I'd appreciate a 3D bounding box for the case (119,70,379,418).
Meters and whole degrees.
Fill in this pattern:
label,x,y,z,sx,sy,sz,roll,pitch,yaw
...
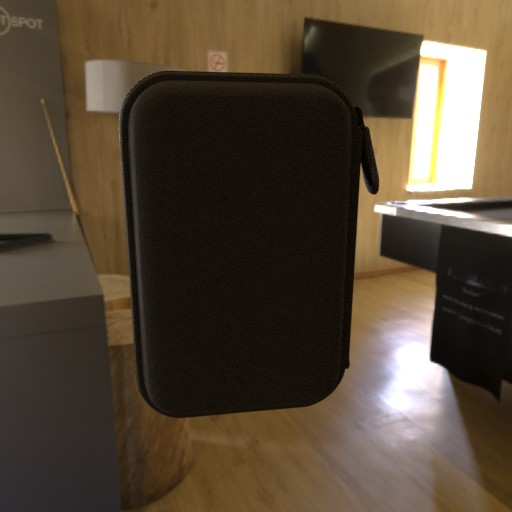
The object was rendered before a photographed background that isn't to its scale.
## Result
label,x,y,z,sx,sy,sz,roll,pitch,yaw
case,0.000,0.000,0.191,0.107,0.147,0.030,-2,13,-9
